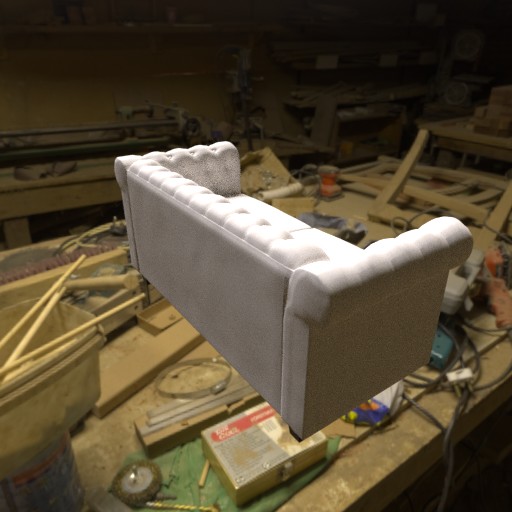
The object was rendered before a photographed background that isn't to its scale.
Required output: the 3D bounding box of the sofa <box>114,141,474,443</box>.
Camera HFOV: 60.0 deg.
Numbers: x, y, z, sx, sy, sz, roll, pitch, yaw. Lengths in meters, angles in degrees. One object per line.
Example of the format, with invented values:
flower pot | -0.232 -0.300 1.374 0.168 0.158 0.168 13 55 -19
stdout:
sofa | 0.000 0.000 2.254 0.771 0.796 1.798 -18 32 -31
